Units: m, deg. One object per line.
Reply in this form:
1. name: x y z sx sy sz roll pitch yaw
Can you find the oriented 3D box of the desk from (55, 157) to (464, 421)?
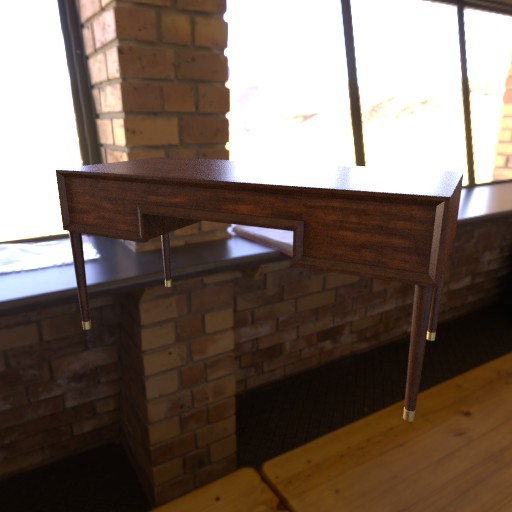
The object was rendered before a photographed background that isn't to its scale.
1. desk: 0.000 0.000 1.987 1.575 0.762 0.724 9 19 26
